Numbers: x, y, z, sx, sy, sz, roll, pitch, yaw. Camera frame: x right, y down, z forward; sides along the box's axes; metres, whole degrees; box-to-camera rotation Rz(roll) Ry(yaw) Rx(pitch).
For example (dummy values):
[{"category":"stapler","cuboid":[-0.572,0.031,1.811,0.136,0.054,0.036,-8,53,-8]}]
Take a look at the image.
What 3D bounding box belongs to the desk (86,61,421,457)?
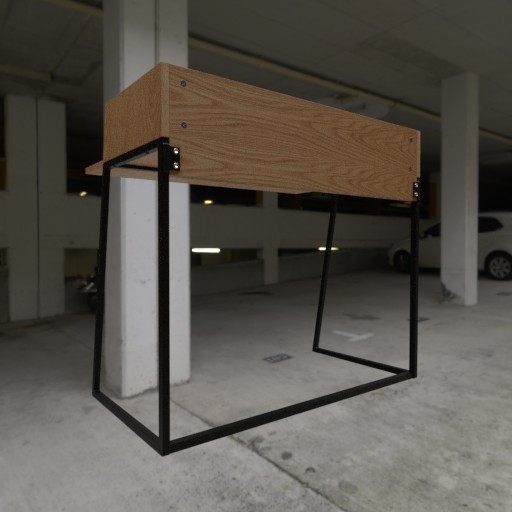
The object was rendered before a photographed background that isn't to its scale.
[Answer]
[{"category":"desk","cuboid":[0.000,0.000,1.839,1.191,1.061,0.769,-1,2,-37]}]
